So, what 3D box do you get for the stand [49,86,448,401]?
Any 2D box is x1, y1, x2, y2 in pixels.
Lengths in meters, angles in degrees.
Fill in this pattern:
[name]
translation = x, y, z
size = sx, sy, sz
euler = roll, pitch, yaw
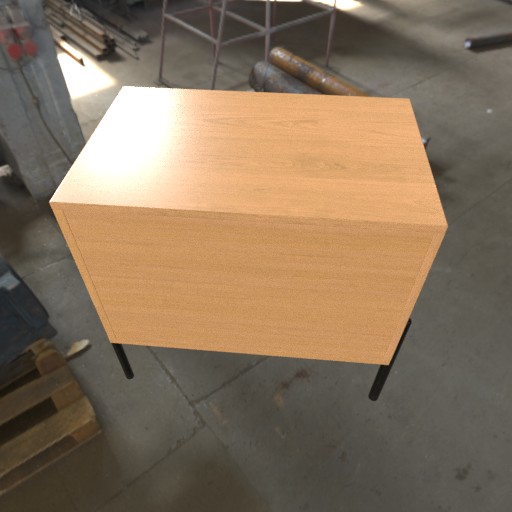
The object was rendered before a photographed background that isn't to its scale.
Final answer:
[stand]
translation = 0.000, 0.000, 0.997
size = 0.630, 0.600, 0.400
euler = 4, 47, 4
